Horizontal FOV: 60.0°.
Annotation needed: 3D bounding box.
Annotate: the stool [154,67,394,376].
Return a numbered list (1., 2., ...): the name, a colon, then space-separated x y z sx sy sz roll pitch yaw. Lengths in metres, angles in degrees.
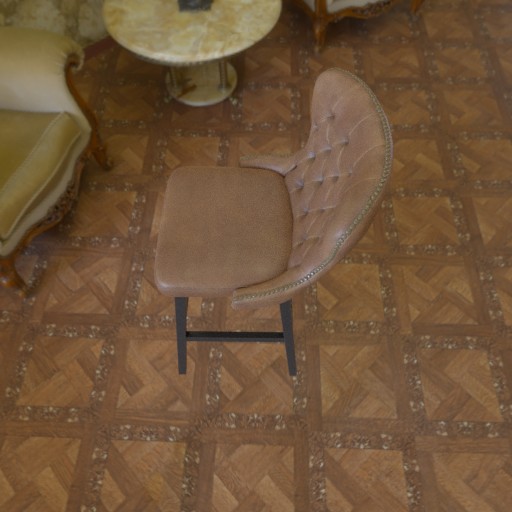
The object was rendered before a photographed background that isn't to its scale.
1. stool: 0.000 0.000 1.408 0.601 1.050 0.528 1 58 0
